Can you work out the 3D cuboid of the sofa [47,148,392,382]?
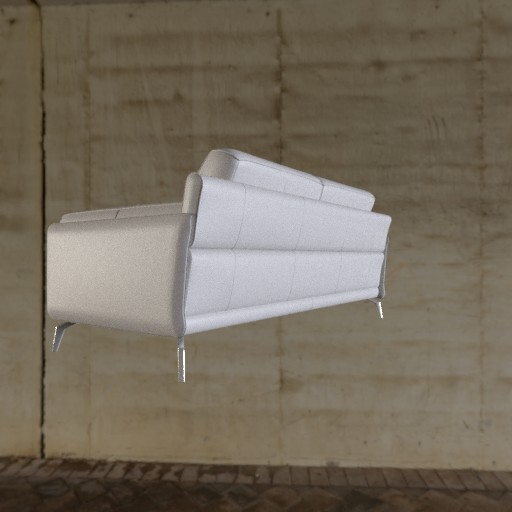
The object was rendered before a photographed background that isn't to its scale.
[{"bbox_3d":[0.000,0.000,2.630,1.049,0.930,2.101,0,0,36],"label":"sofa"}]
